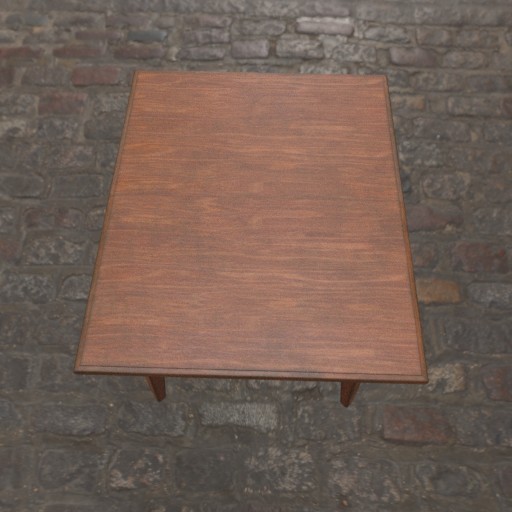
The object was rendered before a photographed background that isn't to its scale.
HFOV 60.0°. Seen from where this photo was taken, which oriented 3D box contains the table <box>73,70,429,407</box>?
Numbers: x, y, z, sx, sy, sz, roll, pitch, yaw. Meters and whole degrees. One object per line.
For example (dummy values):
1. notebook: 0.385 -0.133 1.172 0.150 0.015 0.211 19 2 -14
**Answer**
1. table: 0.000 0.000 1.591 0.838 0.761 0.991 1 64 1
